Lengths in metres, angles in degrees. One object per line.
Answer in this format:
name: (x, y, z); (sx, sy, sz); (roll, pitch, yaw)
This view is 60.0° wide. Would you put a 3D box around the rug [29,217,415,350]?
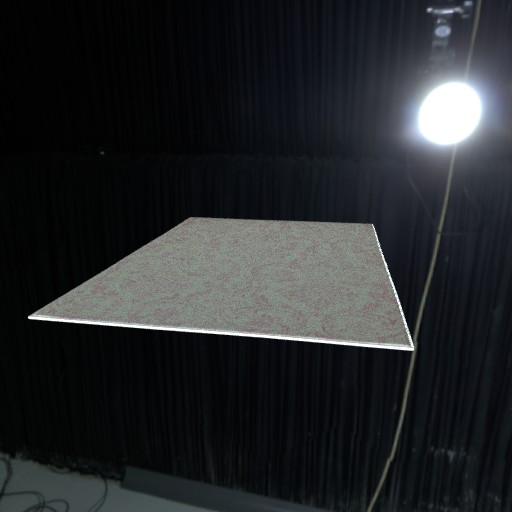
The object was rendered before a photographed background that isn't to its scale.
rug: (0.000, 0.000, 2.813); (1.598, 0.014, 2.202); (3, 17, 10)
